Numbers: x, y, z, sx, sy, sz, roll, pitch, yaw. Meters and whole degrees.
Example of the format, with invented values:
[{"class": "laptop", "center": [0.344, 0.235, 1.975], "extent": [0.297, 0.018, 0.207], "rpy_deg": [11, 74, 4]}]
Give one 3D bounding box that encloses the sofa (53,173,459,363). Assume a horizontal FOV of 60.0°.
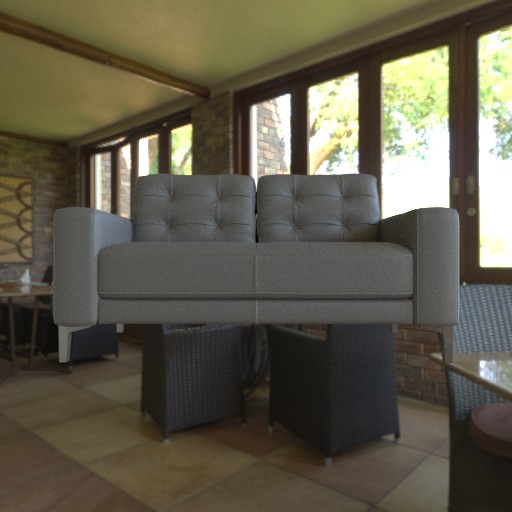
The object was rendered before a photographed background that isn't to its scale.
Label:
[{"class": "sofa", "center": [0.000, 0.000, 2.237], "extent": [1.726, 0.893, 0.833], "rpy_deg": [0, 0, 1]}]
